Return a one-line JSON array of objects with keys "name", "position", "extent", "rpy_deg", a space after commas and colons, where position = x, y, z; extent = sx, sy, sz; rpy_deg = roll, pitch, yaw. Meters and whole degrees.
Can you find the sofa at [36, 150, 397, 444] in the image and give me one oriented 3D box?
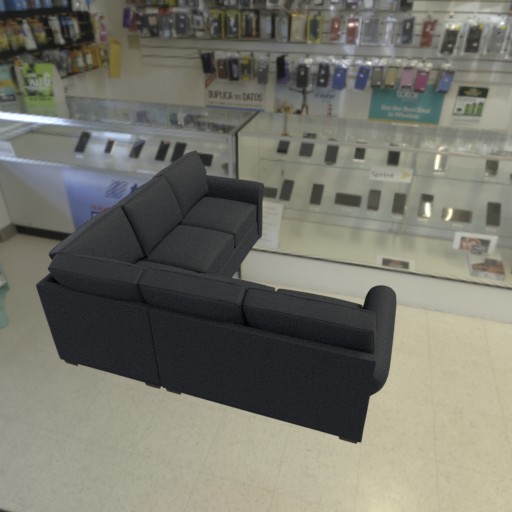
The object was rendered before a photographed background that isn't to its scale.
[{"name": "sofa", "position": [0.000, 0.000, 4.009], "extent": [2.487, 1.042, 2.562], "rpy_deg": [10, 34, 15]}]
